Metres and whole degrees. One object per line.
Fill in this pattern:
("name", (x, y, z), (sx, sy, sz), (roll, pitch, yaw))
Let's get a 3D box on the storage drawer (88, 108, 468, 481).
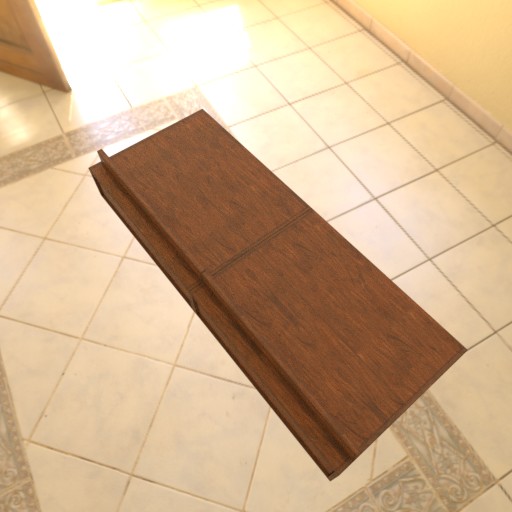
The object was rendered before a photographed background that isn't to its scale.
("storage drawer", (0.000, 0.000, 2.196), (0.774, 0.339, 1.914), (-34, 64, -19))
